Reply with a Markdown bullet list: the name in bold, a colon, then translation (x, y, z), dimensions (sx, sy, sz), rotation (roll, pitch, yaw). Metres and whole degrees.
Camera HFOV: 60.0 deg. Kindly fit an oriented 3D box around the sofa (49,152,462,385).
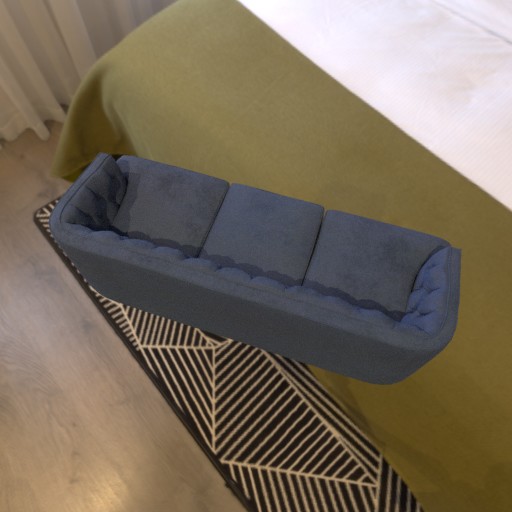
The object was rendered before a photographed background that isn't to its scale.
- **sofa**: translation (0.000, 0.000, 2.734), dimensions (2.278, 0.855, 0.941), rotation (16, 63, 9)
